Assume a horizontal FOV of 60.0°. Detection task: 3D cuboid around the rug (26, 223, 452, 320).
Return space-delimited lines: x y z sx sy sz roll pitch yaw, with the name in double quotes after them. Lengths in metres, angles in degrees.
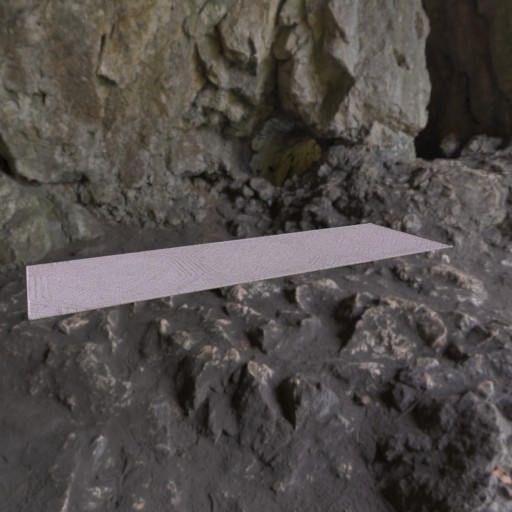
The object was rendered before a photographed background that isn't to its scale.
0.000 0.000 2.643 2.452 0.012 0.775 -8 18 -26 "rug"
